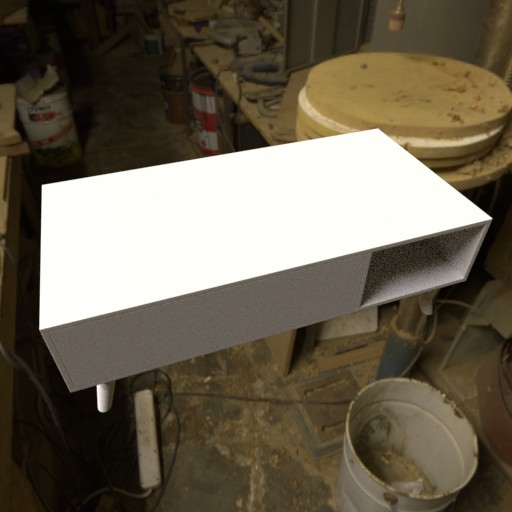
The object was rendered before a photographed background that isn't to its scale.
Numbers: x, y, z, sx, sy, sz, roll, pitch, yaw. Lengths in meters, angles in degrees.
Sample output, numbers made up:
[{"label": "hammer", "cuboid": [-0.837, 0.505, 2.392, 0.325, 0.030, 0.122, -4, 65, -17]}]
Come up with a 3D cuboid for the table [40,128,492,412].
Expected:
[{"label": "table", "cuboid": [0.000, 0.000, 1.451, 1.194, 0.432, 0.609, -13, 43, -15]}]
